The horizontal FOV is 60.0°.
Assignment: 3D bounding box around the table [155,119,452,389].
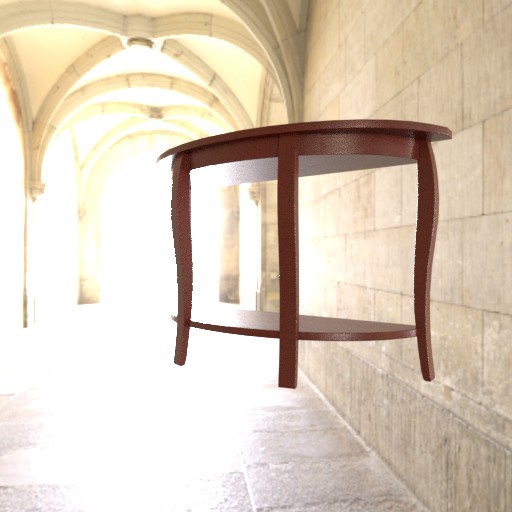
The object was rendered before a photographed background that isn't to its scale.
[{"bbox_3d":[0.000,0.000,1.579,1.219,0.779,0.405,0,0,36],"label":"table"}]
